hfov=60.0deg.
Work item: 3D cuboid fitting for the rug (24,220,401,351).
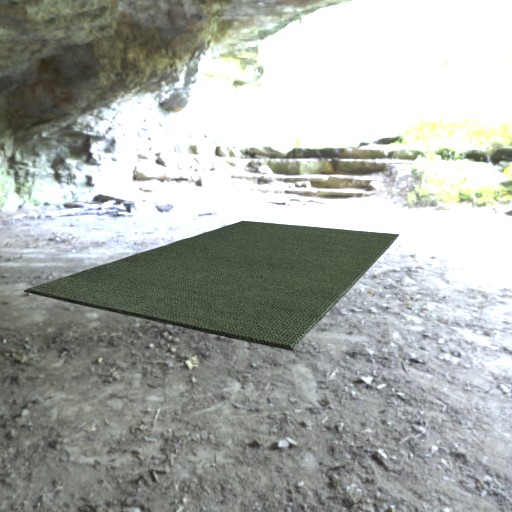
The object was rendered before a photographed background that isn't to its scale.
[{"bbox_3d":[0.000,0.000,3.063,1.538,0.021,2.443,7,16,26],"label":"rug"}]
